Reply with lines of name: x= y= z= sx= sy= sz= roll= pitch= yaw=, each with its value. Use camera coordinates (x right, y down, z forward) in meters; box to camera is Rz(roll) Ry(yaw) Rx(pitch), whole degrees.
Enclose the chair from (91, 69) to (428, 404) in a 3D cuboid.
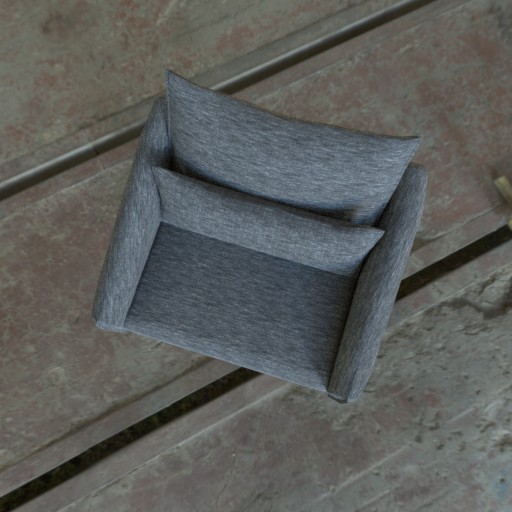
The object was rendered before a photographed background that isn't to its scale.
chair: x=0.000 y=0.000 z=1.592 sx=1.004 sy=0.842 sz=0.805 roll=16 pitch=77 yaw=4
